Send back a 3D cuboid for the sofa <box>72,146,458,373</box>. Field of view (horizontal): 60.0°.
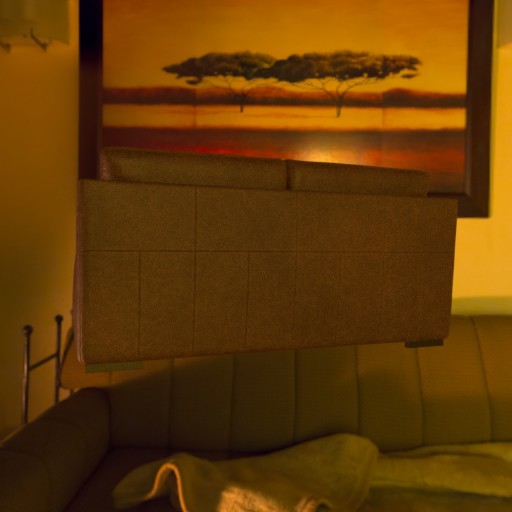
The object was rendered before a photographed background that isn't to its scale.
[{"bbox_3d":[0.000,0.000,2.492,1.880,0.939,1.143,0,0,-19],"label":"sofa"}]
